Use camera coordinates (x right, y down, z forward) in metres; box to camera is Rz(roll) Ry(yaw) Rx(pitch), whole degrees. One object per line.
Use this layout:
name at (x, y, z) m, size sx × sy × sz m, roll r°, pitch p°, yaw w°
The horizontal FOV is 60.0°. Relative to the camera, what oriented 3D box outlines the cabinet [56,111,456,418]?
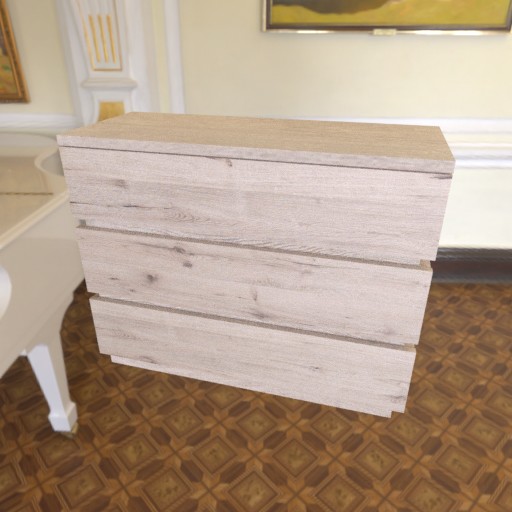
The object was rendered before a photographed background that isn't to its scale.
cabinet at (0.000, 0.000, 1.476) m, size 1.040 × 0.820 × 0.420 m, roll 7°, pitch 28°, yaw 14°
